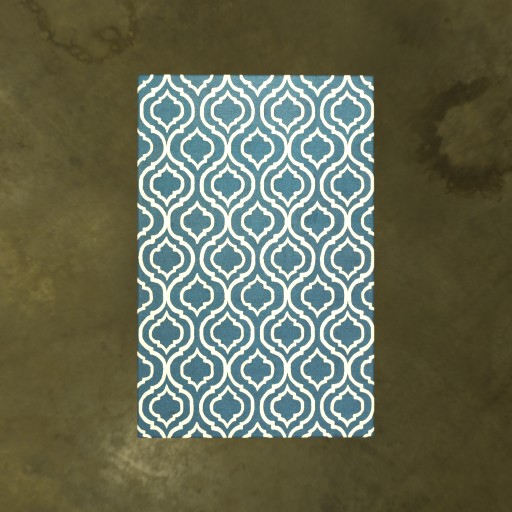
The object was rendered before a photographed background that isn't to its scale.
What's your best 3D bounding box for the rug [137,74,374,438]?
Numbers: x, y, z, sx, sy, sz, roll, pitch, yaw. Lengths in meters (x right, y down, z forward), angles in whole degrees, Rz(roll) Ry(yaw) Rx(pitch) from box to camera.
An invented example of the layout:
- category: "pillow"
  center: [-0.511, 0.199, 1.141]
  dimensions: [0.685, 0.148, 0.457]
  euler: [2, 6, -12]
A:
- category: "rug"
  center: [0.000, 0.000, 2.145]
  dimensions: [1.143, 0.010, 1.753]
  euler: [0, 90, -1]
